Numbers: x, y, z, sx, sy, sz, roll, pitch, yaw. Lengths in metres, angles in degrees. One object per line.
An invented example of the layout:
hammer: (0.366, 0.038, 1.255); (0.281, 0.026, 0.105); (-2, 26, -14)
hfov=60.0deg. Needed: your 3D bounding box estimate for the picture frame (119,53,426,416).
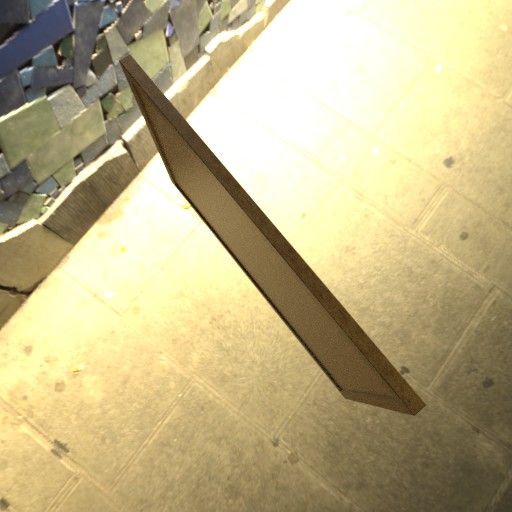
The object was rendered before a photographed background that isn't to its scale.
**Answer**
picture frame: (0.000, 0.000, 1.164); (0.029, 0.621, 0.922); (-37, 78, -9)
